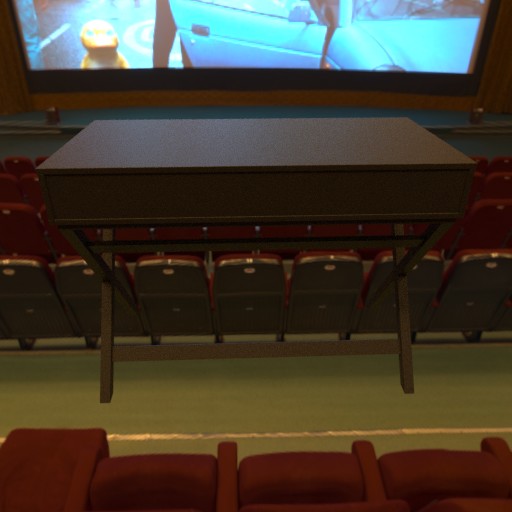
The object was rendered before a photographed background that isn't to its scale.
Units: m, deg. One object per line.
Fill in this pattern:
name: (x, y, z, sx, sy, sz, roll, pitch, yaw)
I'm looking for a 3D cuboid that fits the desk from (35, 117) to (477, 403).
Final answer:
desk: (0.000, 0.000, 1.470, 1.057, 0.780, 0.504, -1, 30, -2)
